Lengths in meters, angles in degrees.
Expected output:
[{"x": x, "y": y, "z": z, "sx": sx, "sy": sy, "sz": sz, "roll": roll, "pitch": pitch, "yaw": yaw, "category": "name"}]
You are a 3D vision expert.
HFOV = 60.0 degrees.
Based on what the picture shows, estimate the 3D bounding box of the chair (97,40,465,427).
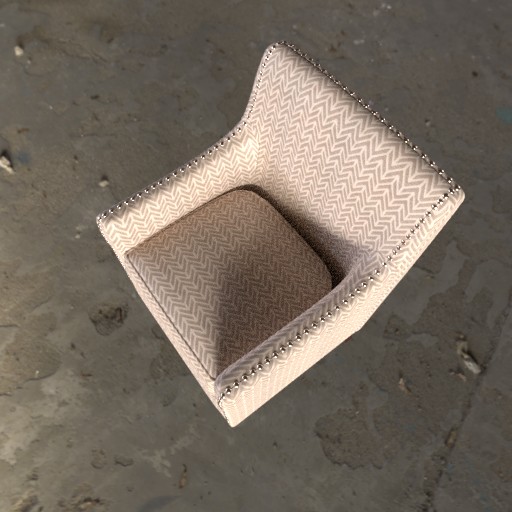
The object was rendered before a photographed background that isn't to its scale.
[{"x": 0.000, "y": 0.000, "z": 1.281, "sx": 0.651, "sy": 0.816, "sz": 0.623, "roll": -34, "pitch": 67, "yaw": -16, "category": "chair"}]
